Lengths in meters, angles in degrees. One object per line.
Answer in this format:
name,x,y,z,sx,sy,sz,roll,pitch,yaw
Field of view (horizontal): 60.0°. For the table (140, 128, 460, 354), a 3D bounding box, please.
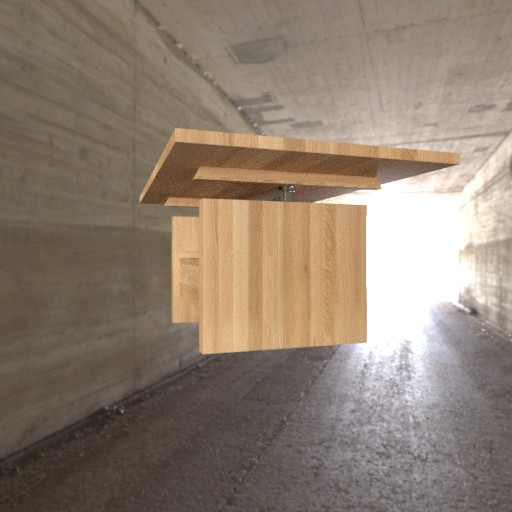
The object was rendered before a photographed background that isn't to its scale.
table,0.000,0.000,1.510,0.700,0.510,1.100,0,0,-18
